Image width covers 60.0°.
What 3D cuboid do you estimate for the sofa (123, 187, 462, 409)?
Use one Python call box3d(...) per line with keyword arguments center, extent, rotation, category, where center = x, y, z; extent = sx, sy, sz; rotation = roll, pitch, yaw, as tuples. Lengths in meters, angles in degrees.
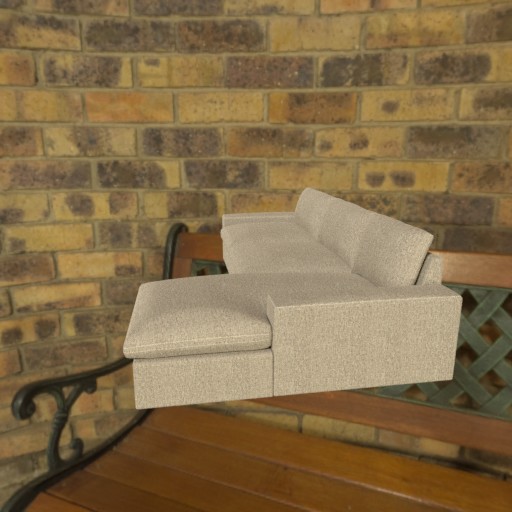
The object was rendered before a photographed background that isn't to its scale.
box3d(center=(0.000, 0.000, 3.436), extent=(1.689, 0.813, 2.718), rotation=(-2, 15, -9), category="sofa")
